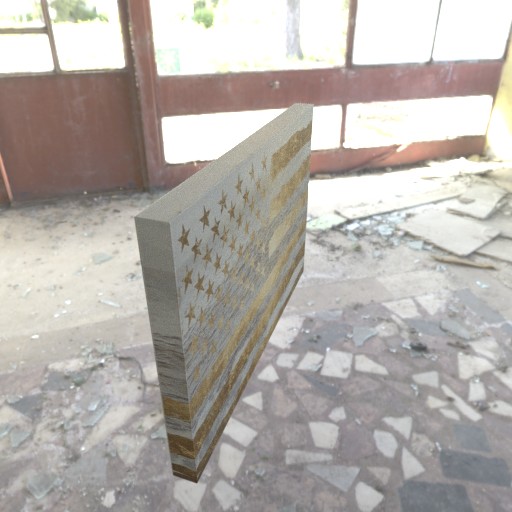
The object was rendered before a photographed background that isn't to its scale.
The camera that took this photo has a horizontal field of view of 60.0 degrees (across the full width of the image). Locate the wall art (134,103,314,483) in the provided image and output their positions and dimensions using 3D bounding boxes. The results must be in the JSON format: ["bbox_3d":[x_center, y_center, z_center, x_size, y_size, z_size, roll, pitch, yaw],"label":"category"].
[{"bbox_3d":[0.000,0.000,0.778,0.041,0.407,0.606,10,31,17],"label":"wall art"}]
